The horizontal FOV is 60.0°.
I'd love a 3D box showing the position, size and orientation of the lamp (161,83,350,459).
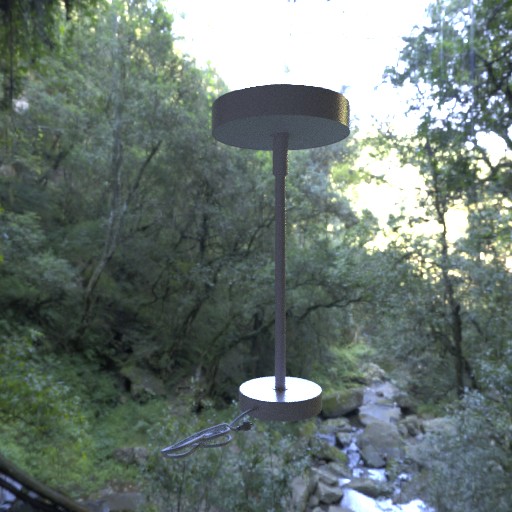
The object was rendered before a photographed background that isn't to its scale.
[{"bbox_3d":[0.000,0.000,0.688,0.229,0.508,0.369,1,1,35],"label":"lamp"}]
